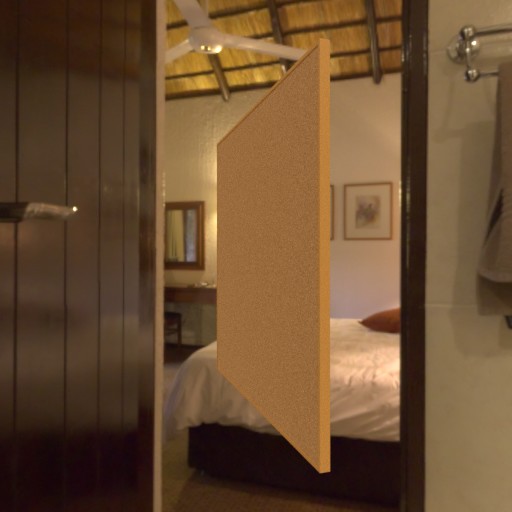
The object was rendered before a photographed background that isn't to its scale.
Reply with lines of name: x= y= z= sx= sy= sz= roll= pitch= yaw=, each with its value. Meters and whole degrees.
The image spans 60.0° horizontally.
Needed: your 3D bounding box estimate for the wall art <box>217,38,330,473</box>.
wall art: x=0.000 y=0.000 z=0.682 sx=0.013 sy=0.455 sz=0.457 roll=0 pitch=0 yaw=-19
